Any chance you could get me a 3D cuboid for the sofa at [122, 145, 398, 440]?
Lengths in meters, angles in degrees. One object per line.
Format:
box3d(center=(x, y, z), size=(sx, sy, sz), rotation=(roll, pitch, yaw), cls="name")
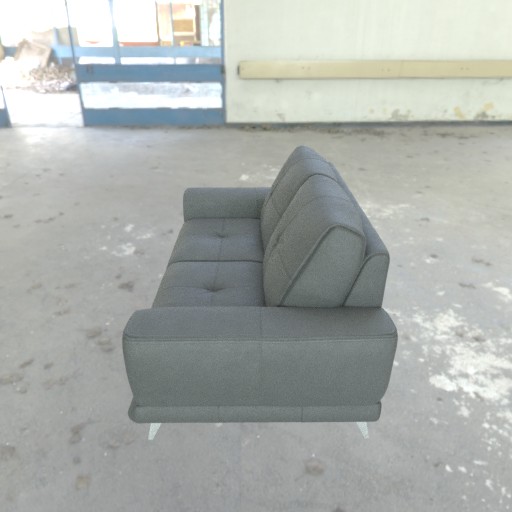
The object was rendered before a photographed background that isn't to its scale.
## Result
box3d(center=(0.000, 0.000, 2.389), size=(1.018, 0.907, 1.806), rotation=(0, 26, 0), cls="sofa")
